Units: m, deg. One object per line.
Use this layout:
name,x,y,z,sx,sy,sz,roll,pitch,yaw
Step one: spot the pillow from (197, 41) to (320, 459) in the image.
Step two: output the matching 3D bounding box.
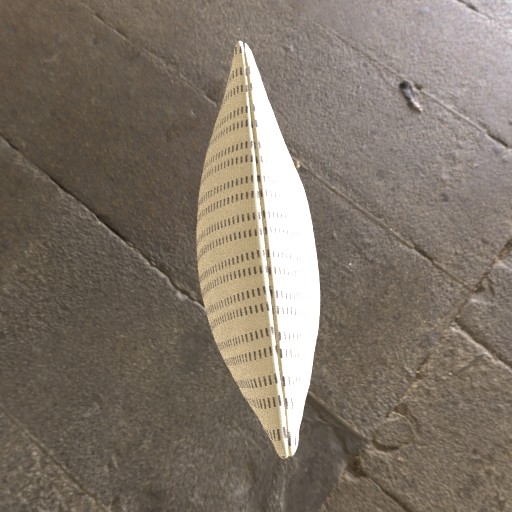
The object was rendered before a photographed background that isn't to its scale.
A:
pillow,0.000,0.000,0.801,0.210,0.353,0.640,-6,75,-2
